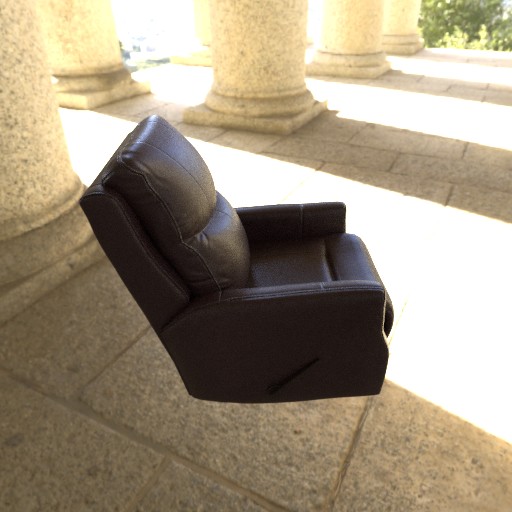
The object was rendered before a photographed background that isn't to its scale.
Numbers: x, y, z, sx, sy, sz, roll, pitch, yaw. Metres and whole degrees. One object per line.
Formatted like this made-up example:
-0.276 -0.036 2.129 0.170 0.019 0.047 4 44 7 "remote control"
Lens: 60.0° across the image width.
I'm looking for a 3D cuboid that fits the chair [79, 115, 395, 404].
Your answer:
0.000 0.000 1.816 1.080 1.030 0.829 -1 32 -1 "chair"
